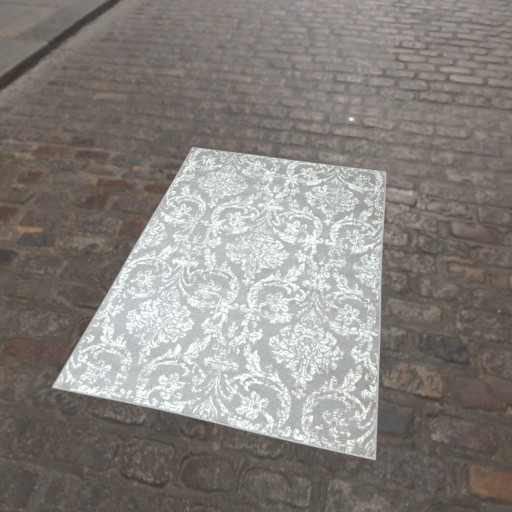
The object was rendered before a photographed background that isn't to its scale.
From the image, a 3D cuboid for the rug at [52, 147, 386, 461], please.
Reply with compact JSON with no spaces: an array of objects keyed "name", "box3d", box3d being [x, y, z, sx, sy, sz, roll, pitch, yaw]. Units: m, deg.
[{"name":"rug","box3d":[0.000,0.000,2.815,1.578,0.014,2.206,9,47,9]}]
